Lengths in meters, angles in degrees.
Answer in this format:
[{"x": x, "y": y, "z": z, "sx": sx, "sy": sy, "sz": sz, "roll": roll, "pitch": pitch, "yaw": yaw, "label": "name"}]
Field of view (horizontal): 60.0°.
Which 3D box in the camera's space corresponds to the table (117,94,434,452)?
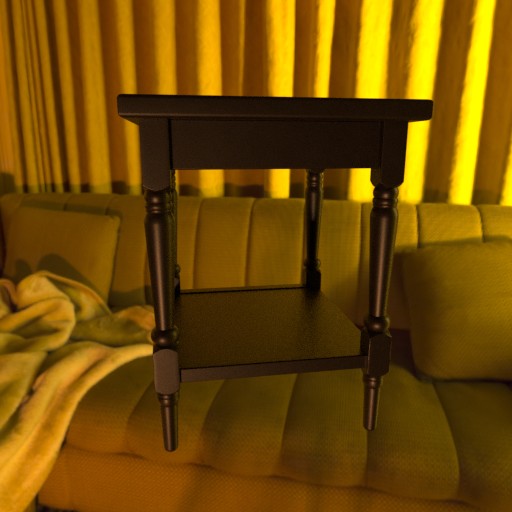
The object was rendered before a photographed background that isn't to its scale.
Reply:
[{"x": 0.000, "y": 0.000, "z": 0.903, "sx": 0.442, "sy": 0.565, "sz": 0.488, "roll": -2, "pitch": 14, "yaw": -9, "label": "table"}]
